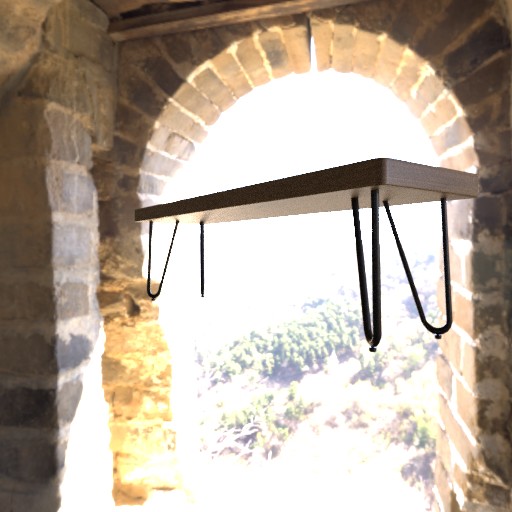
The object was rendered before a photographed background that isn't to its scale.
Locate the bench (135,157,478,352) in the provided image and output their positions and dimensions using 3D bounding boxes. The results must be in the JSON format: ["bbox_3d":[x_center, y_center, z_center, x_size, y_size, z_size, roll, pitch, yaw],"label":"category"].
[{"bbox_3d":[0.000,0.000,1.750,0.425,0.462,1.570,0,1,-35],"label":"bench"}]
